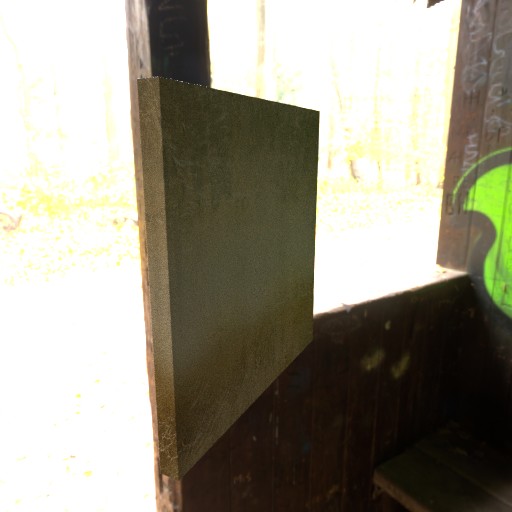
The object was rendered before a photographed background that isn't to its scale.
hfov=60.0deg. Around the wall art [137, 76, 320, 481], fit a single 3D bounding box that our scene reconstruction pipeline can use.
[{"bbox_3d":[0.000,0.000,0.912,0.038,0.610,0.610,7,15,27],"label":"wall art"}]
